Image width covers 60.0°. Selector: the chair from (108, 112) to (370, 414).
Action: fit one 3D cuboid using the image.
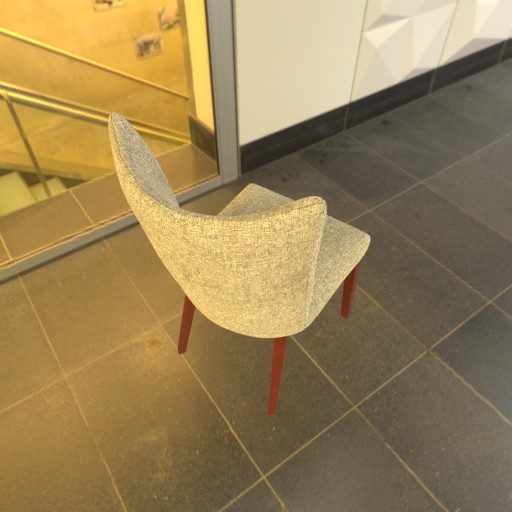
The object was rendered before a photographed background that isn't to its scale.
[{"bbox_3d":[0.000,0.000,1.302,0.535,0.924,0.623,27,53,23],"label":"chair"}]
